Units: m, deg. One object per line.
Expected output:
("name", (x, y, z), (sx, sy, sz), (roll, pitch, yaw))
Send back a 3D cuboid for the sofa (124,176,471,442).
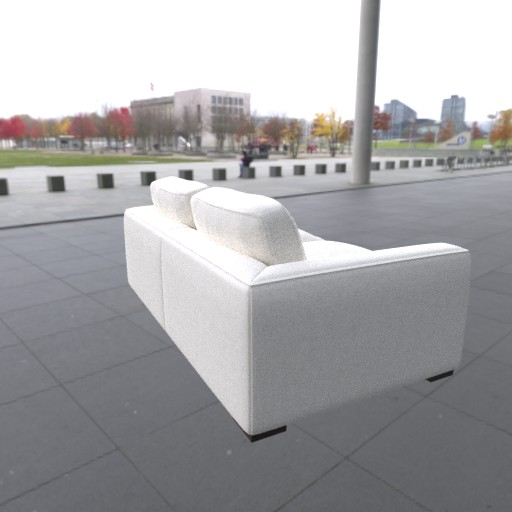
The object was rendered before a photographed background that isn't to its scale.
("sofa", (0.000, 0.000, 2.437), (1.069, 0.801, 1.920), (-7, 16, -26))
